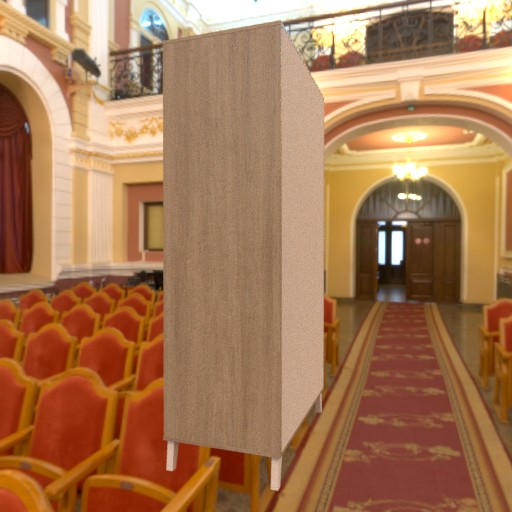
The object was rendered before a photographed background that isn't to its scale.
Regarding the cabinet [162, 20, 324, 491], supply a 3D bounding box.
[{"bbox_3d":[0.000,0.000,2.445,0.571,1.999,1.006,0,1,19],"label":"cabinet"}]
